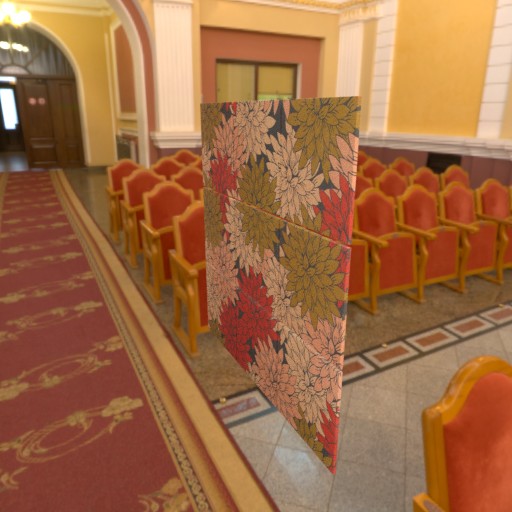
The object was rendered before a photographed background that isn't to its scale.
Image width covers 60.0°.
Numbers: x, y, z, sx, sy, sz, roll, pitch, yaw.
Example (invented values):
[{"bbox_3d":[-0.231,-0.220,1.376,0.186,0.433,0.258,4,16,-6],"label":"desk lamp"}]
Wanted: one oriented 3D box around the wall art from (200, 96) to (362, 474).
[{"bbox_3d":[0.000,0.000,1.844,0.013,1.218,1.206,-9,20,-25],"label":"wall art"}]
